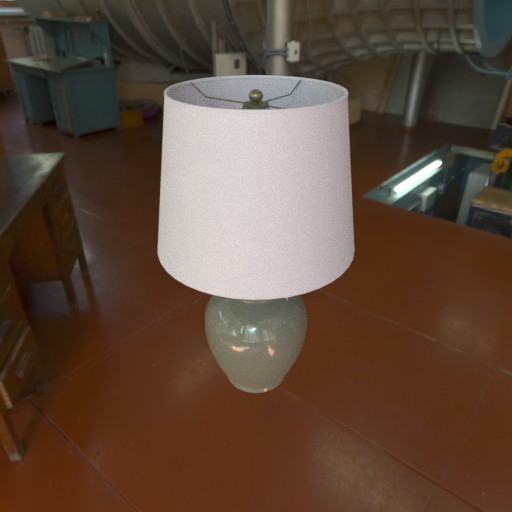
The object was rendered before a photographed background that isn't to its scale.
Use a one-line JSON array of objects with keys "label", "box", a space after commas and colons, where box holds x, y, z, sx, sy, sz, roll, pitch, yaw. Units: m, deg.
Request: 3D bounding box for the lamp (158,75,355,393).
[{"label": "lamp", "box": [0.000, 0.000, 0.559, 0.239, 0.399, 0.239, 0, 31, 0]}]
